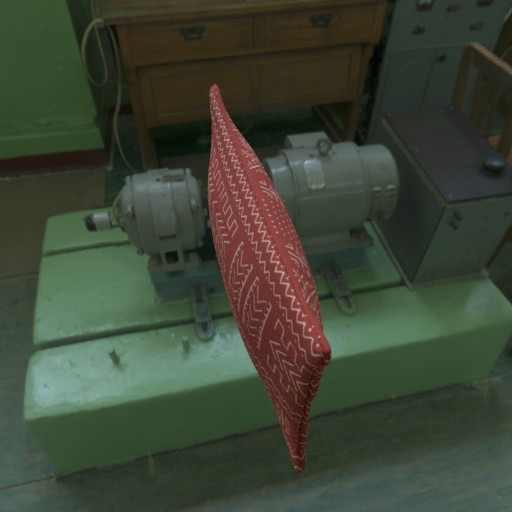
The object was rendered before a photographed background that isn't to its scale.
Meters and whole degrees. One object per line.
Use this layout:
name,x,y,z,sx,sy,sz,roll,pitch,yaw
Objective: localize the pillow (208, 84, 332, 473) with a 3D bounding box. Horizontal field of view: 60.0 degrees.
pillow,0.000,0.000,0.792,0.130,0.352,0.640,-11,47,-10
